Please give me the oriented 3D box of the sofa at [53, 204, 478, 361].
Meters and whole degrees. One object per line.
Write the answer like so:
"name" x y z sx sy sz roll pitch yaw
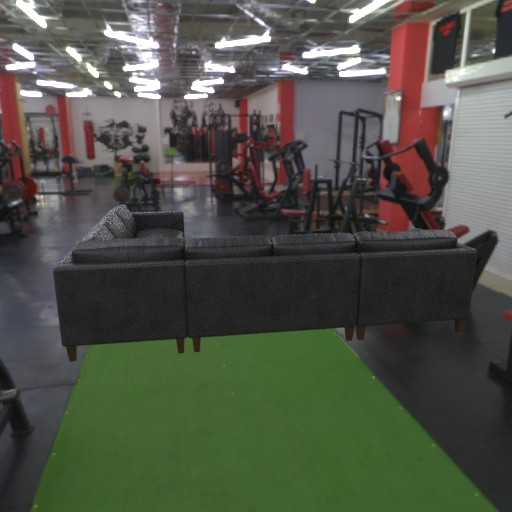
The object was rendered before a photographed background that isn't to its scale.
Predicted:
"sofa" 0.000 0.000 4.630 3.324 0.891 2.452 -2 15 -9
